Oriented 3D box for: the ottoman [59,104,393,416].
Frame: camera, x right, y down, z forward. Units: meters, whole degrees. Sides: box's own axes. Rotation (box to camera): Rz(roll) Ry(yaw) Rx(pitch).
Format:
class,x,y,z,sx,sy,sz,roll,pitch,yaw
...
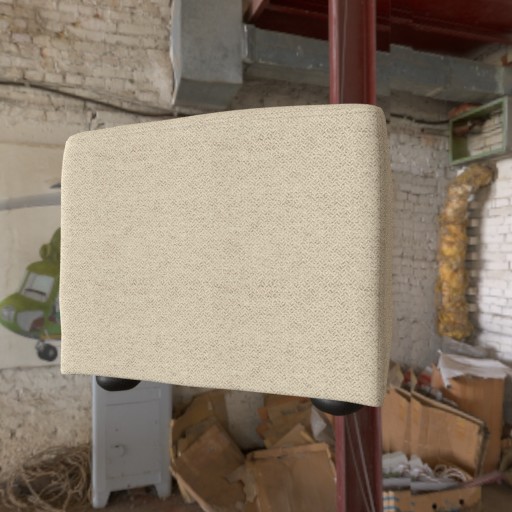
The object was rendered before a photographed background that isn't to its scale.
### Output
class,x,y,z,sx,sy,sz,roll,pitch,yaw
ottoman,0.000,0.000,0.876,0.512,0.453,0.521,0,1,18
